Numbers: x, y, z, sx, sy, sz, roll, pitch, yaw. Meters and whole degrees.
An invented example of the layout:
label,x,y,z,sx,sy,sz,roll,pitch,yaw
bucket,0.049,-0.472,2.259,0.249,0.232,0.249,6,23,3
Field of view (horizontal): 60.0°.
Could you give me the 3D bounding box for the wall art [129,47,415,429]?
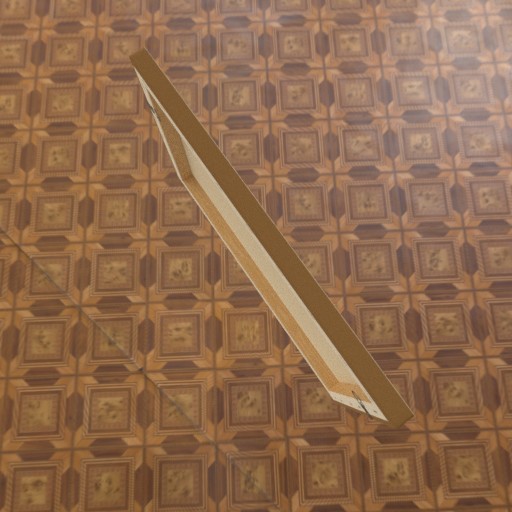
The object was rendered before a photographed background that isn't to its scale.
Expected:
label,x,y,z,sx,sy,sz,roll,pitch,yaw
wall art,0.000,0.000,0.479,0.019,0.254,0.380,-34,78,-8
